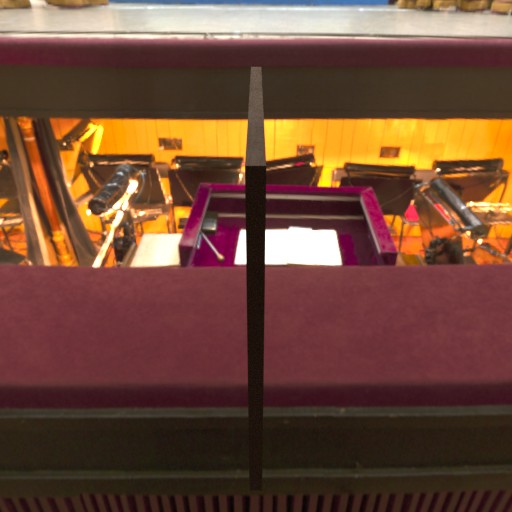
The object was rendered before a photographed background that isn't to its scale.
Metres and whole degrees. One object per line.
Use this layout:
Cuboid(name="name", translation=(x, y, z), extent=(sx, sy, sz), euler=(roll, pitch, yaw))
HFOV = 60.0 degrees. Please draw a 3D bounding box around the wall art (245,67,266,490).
Cuboid(name="wall art", translation=(0.000, 0.000, 1.483), extent=(0.038, 1.016, 1.016), euler=(0, 32, 0))
